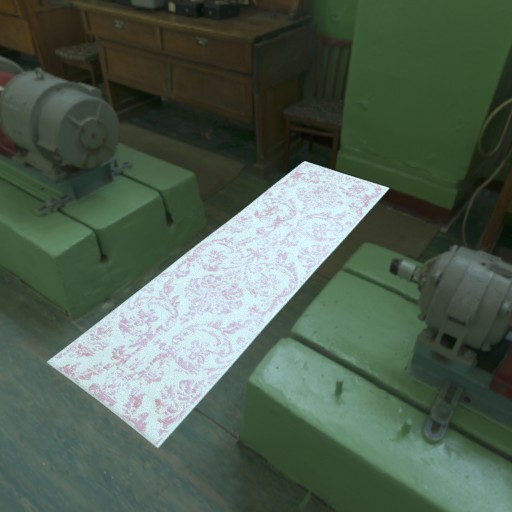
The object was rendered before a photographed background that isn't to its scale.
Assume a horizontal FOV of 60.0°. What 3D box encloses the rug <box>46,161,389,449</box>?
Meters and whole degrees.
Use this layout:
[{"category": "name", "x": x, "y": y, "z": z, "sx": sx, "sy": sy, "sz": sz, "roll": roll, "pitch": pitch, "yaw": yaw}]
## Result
[{"category": "rug", "x": 0.000, "y": 0.000, "z": 2.443, "sx": 0.662, "sy": 0.011, "sz": 2.196, "roll": 24, "pitch": 46, "yaw": 26}]
